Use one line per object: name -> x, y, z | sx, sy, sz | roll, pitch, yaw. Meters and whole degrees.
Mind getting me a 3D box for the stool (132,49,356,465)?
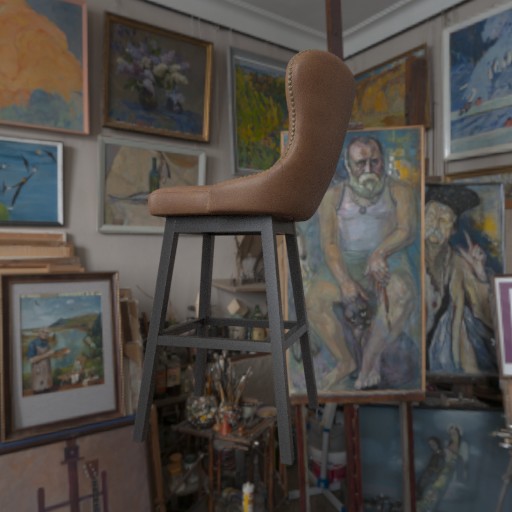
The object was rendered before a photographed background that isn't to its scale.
stool -> 0.000, 0.000, 1.372 | 0.601, 1.050, 0.528 | 0, 1, 17
